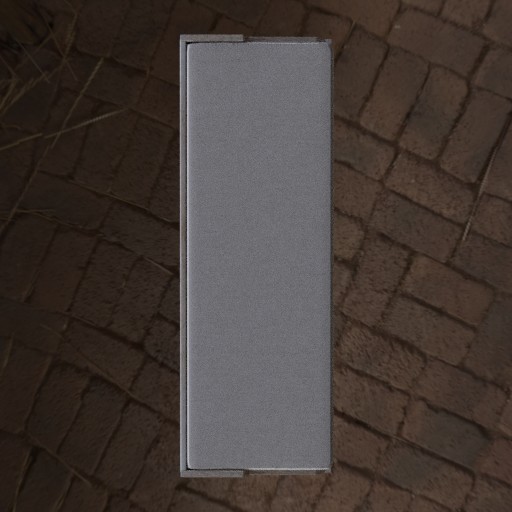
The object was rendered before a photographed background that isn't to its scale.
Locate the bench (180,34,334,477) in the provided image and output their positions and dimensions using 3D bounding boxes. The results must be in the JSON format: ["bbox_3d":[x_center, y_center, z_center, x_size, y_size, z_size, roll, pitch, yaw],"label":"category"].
[{"bbox_3d":[0.000,0.000,1.370,0.398,0.501,1.140,0,90,0],"label":"bench"}]
